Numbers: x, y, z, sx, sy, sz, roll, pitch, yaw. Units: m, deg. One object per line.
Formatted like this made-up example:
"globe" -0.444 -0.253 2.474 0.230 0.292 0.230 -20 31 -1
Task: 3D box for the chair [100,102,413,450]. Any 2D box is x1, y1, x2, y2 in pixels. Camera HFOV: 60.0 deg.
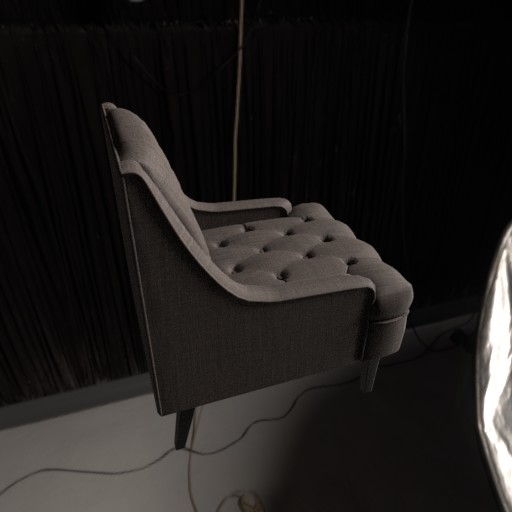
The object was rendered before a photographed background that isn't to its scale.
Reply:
"chair" 0.000 0.000 1.406 0.771 0.891 0.655 -10 33 -17
